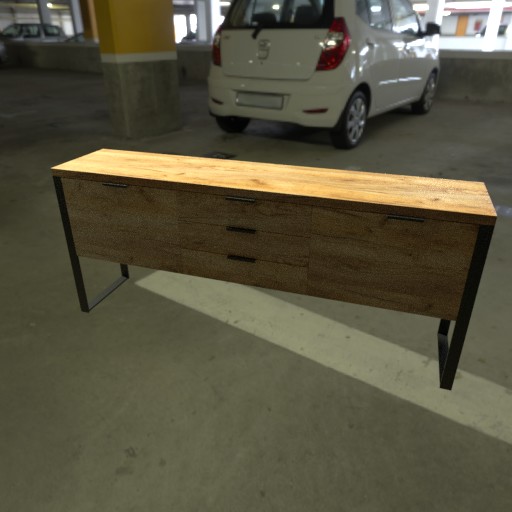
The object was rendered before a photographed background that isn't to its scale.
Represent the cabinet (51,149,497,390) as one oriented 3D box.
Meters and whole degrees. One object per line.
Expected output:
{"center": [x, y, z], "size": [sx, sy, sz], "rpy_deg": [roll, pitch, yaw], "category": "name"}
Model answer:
{"center": [0.000, 0.000, 2.042], "size": [1.800, 0.762, 0.395], "rpy_deg": [9, 28, 16], "category": "cabinet"}
